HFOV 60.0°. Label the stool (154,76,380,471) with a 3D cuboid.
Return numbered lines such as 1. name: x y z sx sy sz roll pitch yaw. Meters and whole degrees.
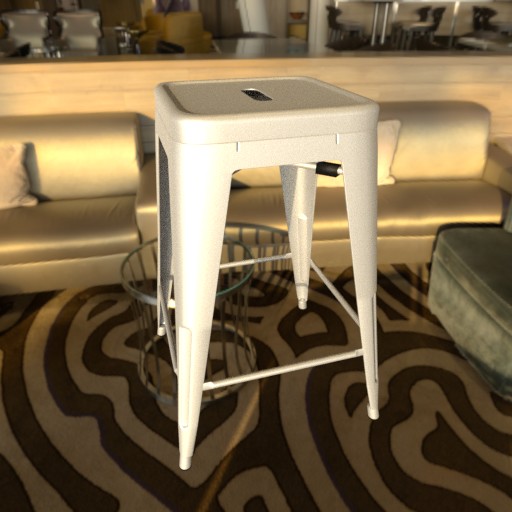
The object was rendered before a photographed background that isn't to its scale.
1. stool: 0.000 0.000 0.863 0.406 0.610 0.406 -9 31 -14
